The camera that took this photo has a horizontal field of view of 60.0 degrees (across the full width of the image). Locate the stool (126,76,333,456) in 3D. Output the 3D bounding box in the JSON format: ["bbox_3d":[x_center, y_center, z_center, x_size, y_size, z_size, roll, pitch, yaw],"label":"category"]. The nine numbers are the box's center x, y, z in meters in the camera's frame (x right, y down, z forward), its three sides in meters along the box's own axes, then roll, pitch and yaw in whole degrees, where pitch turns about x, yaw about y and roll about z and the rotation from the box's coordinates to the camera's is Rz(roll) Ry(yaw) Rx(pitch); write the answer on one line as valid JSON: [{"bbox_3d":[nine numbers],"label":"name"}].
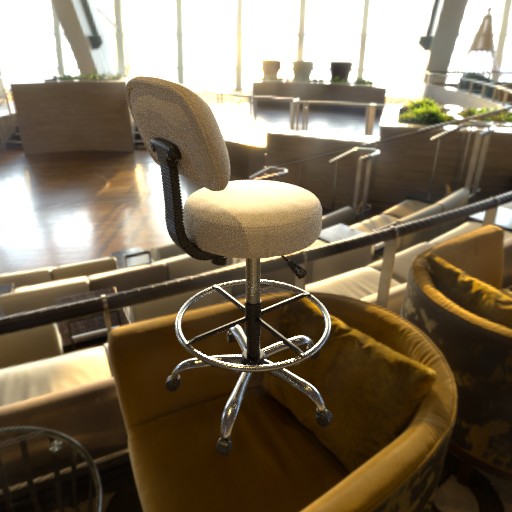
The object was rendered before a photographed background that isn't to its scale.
[{"bbox_3d":[0.000,0.000,1.404,0.616,1.080,0.609,-18,32,-32],"label":"stool"}]
